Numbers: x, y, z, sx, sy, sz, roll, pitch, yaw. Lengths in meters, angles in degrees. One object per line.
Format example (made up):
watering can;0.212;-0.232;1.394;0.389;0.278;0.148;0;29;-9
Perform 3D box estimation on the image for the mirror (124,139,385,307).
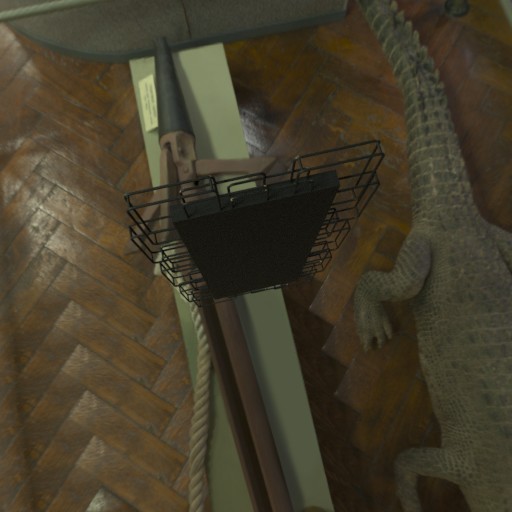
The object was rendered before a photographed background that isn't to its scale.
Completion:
mirror;0.000;0.000;1.398;0.565;1.192;0.037;-13;75;-3
